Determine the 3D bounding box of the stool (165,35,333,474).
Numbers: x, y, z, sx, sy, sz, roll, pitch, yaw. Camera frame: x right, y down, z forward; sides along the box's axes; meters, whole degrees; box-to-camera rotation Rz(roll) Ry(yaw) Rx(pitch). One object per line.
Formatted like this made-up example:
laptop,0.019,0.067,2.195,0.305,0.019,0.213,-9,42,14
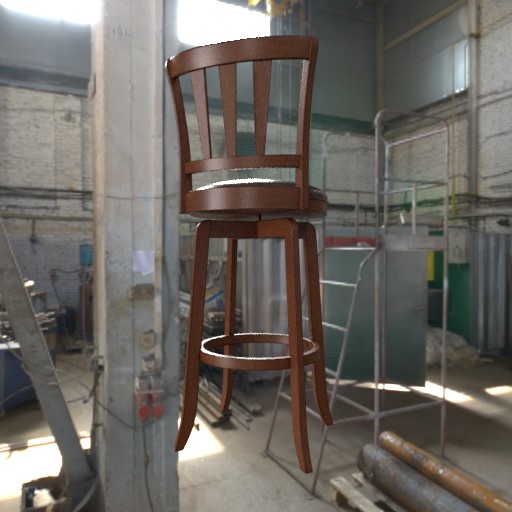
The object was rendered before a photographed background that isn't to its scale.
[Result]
stool,0.000,0.000,1.413,0.464,1.177,0.503,0,1,19
